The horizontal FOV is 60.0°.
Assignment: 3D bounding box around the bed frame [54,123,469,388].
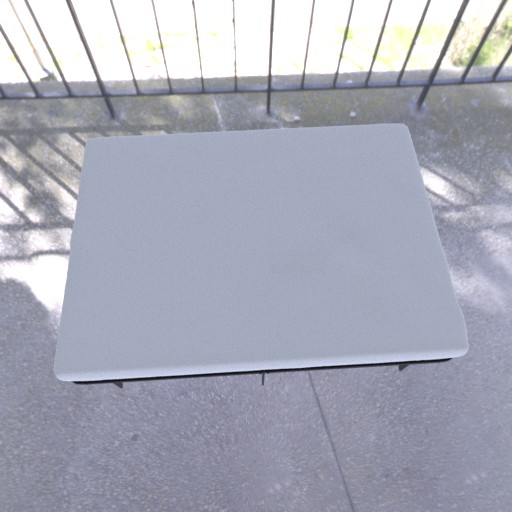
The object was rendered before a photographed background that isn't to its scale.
[{"bbox_3d":[0.000,0.000,2.521,1.905,0.637,1.372,-3,64,-2],"label":"bed frame"}]
